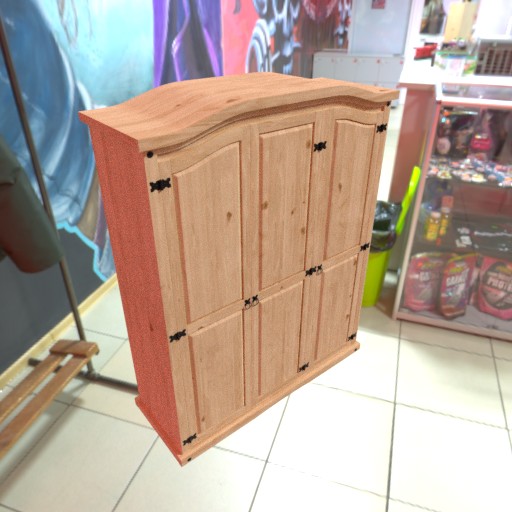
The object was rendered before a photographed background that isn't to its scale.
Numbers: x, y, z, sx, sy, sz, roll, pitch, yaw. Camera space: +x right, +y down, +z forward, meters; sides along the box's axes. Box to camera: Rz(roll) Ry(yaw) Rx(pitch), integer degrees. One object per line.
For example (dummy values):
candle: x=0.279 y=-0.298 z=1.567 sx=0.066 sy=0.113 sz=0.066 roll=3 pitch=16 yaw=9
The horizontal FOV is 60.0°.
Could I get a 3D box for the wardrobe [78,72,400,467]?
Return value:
wardrobe: x=0.000 y=0.000 z=2.547 sx=1.500 sy=1.870 sz=0.570 roll=-22 pitch=37 yaw=-33
